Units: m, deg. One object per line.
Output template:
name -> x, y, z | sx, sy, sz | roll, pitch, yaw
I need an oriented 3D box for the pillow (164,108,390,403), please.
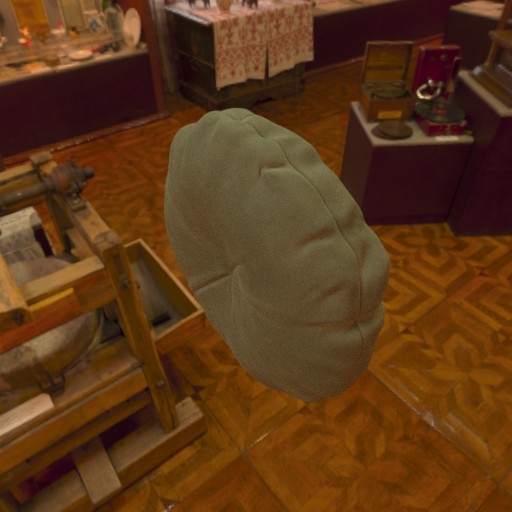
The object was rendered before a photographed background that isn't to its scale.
pillow -> 0.000, 0.000, 0.635 | 0.148, 0.407, 0.428 | -25, 47, -26
